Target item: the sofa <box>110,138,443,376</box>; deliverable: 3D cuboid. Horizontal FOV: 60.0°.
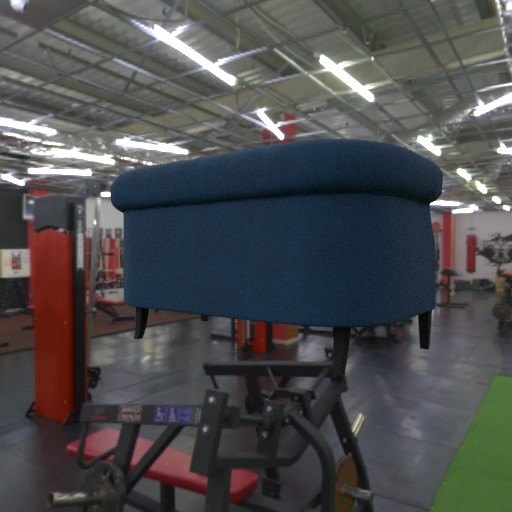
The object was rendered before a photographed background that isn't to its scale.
[{"bbox_3d":[0.000,0.000,2.087,1.558,0.827,0.835,0,1,37],"label":"sofa"}]
